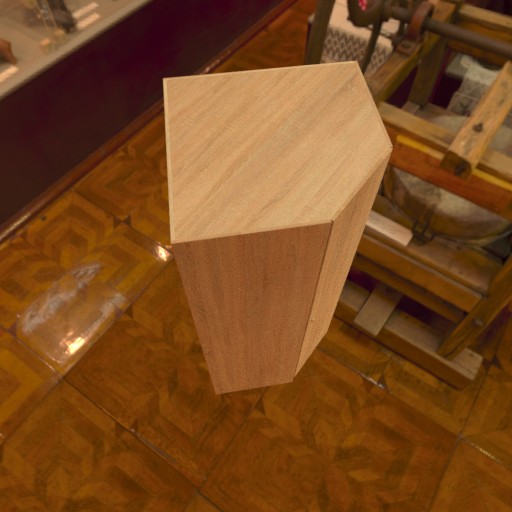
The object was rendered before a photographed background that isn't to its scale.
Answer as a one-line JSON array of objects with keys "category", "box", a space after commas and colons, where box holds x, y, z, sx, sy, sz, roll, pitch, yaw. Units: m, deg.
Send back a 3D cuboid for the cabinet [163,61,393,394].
[{"category": "cabinet", "box": [0.000, 0.000, 2.814, 1.094, 2.120, 1.327, 33, 64, 18]}]
